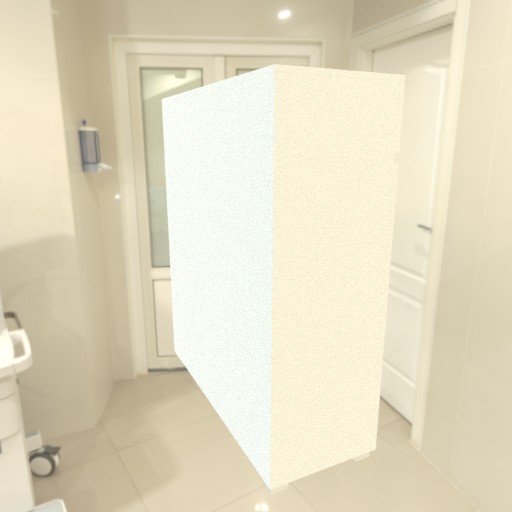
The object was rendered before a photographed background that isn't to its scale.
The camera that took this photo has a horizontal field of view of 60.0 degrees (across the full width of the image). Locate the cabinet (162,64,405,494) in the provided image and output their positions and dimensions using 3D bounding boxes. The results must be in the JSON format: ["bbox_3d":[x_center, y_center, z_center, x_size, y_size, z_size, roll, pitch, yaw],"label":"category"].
[{"bbox_3d":[0.000,0.000,1.686,0.400,1.190,1.000,-7,16,-25],"label":"cabinet"}]
